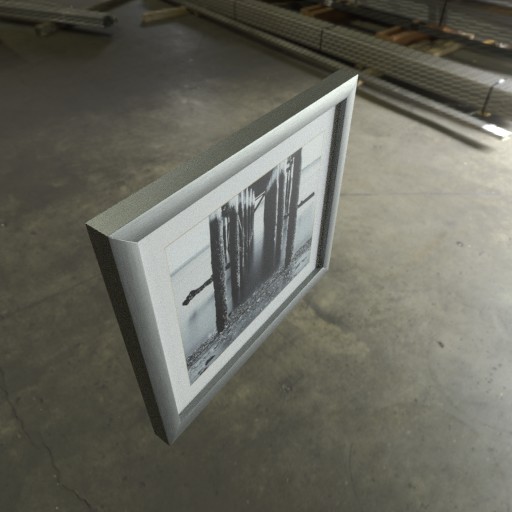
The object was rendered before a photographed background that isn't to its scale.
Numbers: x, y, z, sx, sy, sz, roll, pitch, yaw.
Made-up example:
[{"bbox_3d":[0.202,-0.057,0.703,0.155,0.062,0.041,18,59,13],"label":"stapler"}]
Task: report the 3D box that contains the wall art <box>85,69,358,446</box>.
[{"bbox_3d":[0.000,0.000,0.540,0.028,0.330,0.380,27,49,26],"label":"wall art"}]
